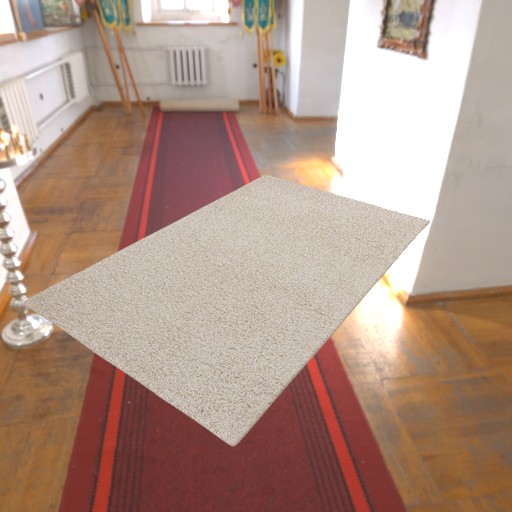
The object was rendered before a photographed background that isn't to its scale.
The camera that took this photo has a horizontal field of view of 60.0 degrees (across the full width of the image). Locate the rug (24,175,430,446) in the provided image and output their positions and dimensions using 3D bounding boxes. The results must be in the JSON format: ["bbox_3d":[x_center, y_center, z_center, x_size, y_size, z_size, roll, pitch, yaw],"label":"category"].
[{"bbox_3d":[0.000,0.000,3.391,1.778,0.030,2.743,22,38,30],"label":"rug"}]
